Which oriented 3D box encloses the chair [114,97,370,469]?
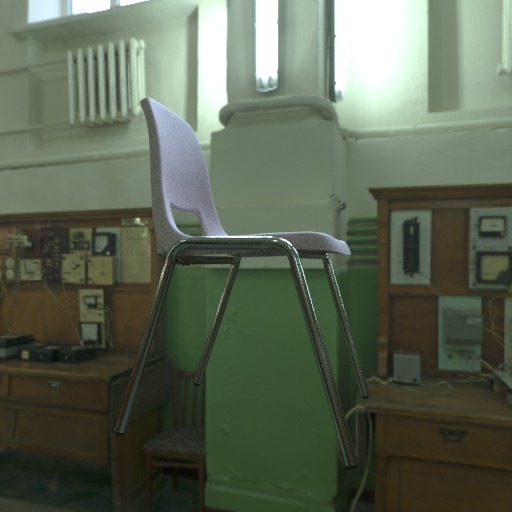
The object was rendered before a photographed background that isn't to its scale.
[{"bbox_3d":[0.000,0.000,0.913,0.436,0.653,0.381,0,-1,17],"label":"chair"}]
